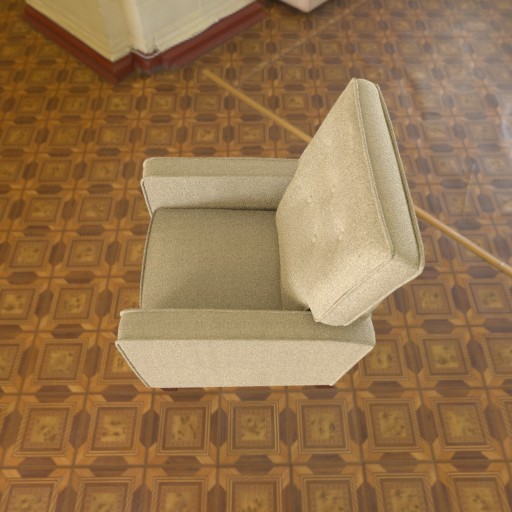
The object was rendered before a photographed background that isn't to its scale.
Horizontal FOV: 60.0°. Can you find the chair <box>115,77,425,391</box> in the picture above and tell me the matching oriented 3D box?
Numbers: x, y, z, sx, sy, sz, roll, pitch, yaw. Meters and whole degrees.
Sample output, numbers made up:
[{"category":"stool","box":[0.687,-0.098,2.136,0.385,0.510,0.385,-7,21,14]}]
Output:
[{"category":"chair","box":[0.000,0.000,1.387,0.754,0.888,0.648,-1,58,-1]}]
